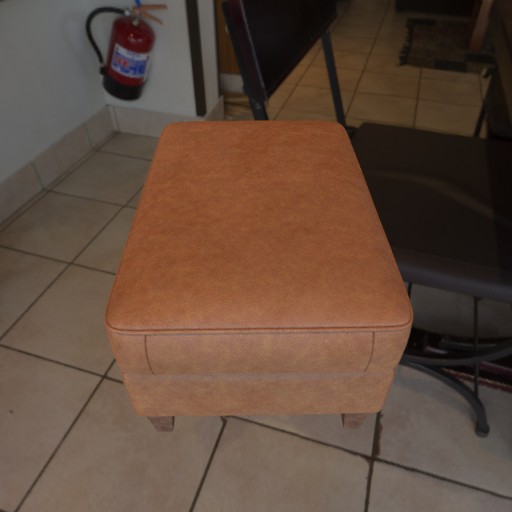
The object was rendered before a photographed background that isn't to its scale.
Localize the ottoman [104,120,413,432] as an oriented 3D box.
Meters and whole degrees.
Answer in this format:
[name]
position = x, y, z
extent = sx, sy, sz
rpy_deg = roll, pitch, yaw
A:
[ottoman]
position = 0.000, 0.000, 1.210
extent = 0.584, 0.483, 0.864
rpy_deg = -1, 41, -1
